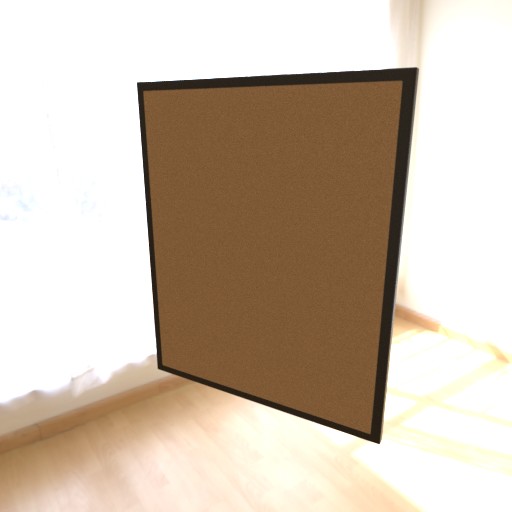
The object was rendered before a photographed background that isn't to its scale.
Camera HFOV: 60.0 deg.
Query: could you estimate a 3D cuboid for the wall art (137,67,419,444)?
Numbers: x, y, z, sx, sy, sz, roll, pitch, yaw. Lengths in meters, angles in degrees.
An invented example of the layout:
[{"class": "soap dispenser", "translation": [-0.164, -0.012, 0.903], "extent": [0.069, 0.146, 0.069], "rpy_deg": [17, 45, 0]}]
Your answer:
[{"class": "wall art", "translation": [0.000, 0.000, 0.771], "extent": [0.481, 0.582, 0.018], "rpy_deg": [9, 19, 28]}]
